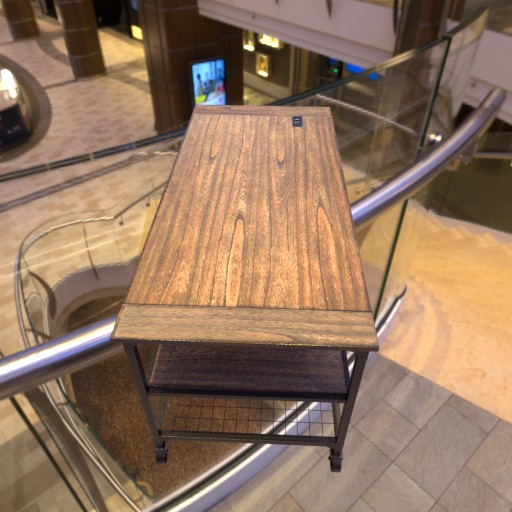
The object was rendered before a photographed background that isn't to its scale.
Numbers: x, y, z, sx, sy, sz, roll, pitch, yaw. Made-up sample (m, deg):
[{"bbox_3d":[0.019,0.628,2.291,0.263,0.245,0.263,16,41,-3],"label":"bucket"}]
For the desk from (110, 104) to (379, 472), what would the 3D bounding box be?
[{"bbox_3d":[0.000,0.000,1.996,0.711,0.751,1.590,2,41,2],"label":"desk"}]
